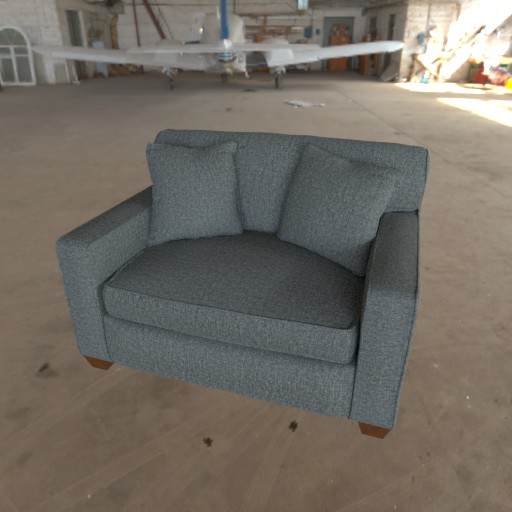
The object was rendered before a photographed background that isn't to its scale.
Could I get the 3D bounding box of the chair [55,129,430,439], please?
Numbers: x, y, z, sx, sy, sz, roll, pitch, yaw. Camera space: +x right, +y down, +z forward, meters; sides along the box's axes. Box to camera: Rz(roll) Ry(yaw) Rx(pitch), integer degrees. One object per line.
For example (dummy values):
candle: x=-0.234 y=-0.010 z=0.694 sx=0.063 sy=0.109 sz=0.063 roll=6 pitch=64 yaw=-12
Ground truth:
chair: x=0.000 y=0.000 z=2.012 sx=1.383 sy=0.948 sz=1.000 roll=8 pitch=28 yaw=16
